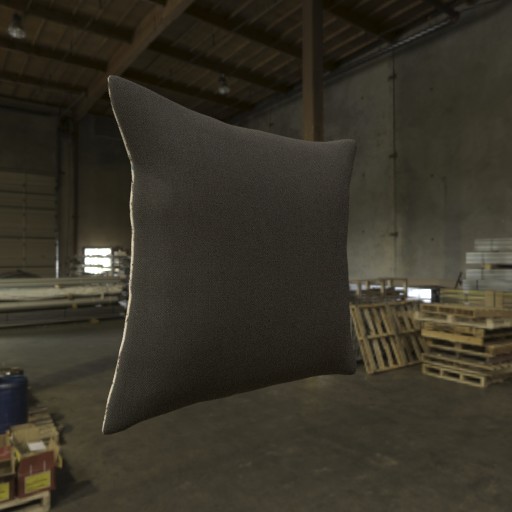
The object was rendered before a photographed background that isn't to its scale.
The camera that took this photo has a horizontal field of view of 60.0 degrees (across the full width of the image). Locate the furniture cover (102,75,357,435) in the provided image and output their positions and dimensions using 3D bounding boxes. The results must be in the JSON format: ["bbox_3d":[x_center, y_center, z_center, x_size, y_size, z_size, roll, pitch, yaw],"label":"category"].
[{"bbox_3d":[0.000,0.000,0.769,0.525,0.498,0.180,1,-1,-37],"label":"furniture cover"}]
